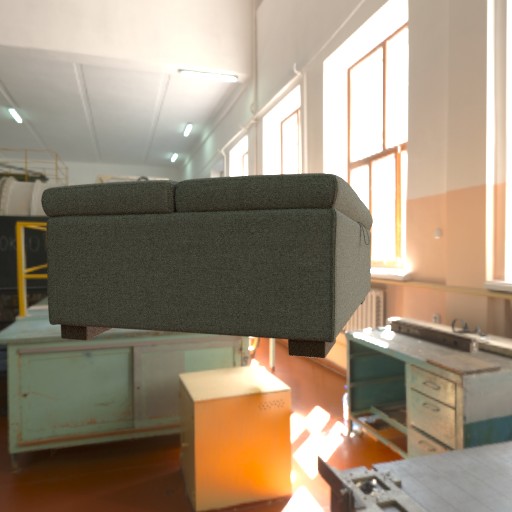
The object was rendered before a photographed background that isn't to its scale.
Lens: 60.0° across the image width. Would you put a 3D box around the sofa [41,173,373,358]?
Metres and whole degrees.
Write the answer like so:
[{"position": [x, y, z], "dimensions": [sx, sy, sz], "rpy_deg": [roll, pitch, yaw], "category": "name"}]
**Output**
[{"position": [0.000, 0.000, 1.644], "dimensions": [0.817, 0.434, 1.250], "rpy_deg": [0, 1, 18], "category": "sofa"}]
